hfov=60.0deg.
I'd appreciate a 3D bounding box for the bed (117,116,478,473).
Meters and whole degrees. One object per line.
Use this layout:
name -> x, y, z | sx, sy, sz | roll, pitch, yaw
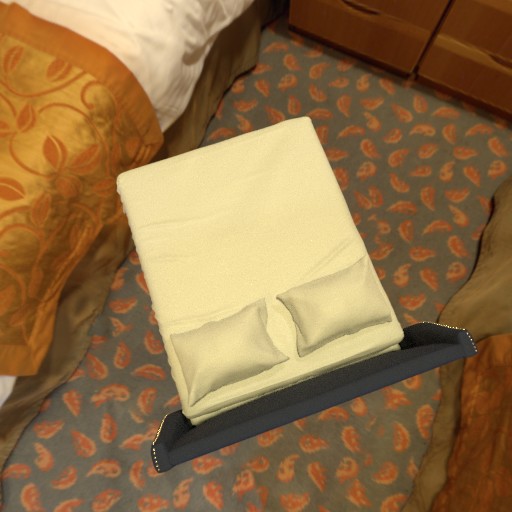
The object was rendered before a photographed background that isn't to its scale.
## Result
bed -> 0.000, 0.000, 3.324 | 1.925, 1.332, 2.276 | -19, 75, -5
